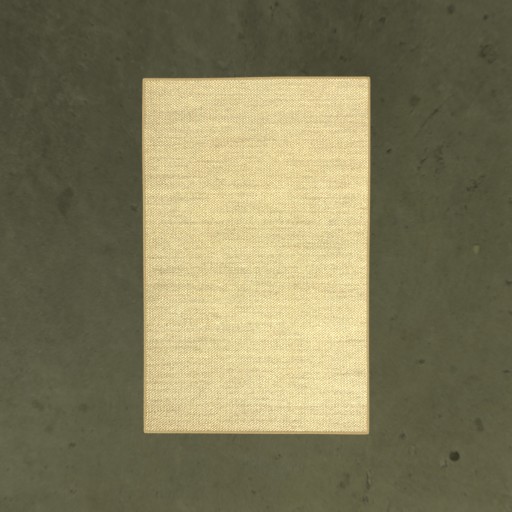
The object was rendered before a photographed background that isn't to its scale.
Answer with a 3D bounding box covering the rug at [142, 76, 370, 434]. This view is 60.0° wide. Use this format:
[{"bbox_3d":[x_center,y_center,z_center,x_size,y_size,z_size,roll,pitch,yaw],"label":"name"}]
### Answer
[{"bbox_3d":[0.000,0.000,2.071,1.062,0.013,1.667,0,91,1],"label":"rug"}]
